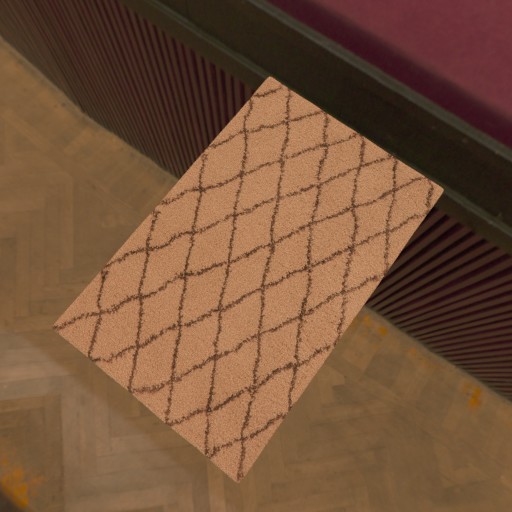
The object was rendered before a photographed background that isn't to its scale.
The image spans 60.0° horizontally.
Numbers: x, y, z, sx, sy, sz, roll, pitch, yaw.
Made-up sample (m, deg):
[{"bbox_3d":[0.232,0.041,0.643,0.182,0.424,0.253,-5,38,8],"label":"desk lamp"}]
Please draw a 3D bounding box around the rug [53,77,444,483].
[{"bbox_3d":[0.000,0.000,3.471,1.778,0.030,2.743,36,78,9],"label":"rug"}]
